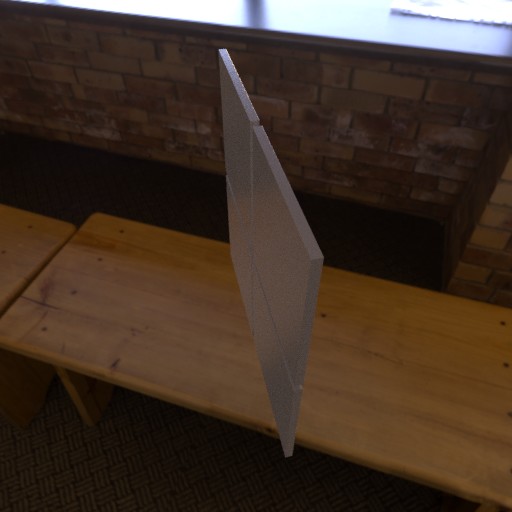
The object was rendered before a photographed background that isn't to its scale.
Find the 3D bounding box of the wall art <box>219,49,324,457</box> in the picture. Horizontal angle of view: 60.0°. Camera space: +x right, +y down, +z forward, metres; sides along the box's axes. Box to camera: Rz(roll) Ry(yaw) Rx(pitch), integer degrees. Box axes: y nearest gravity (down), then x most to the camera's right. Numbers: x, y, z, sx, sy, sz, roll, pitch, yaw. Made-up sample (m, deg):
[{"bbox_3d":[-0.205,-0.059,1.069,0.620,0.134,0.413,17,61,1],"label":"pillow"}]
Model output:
[{"bbox_3d":[0.000,0.000,1.698,0.029,1.118,1.118,-10,47,-9],"label":"wall art"}]
